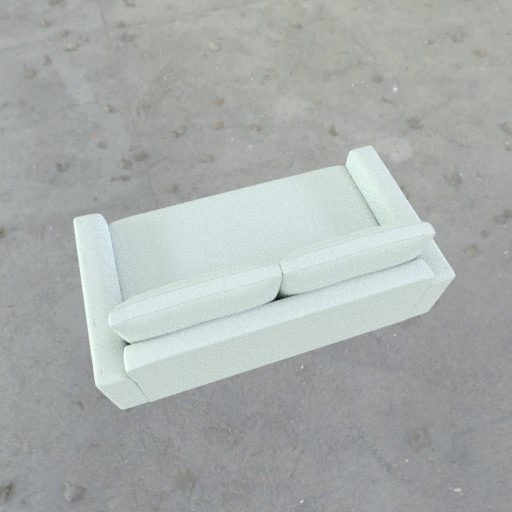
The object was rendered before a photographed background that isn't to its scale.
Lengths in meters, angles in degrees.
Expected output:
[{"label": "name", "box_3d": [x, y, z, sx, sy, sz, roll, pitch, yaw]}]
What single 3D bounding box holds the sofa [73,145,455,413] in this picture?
[{"label": "sofa", "box_3d": [0.000, 0.000, 2.218, 1.650, 0.790, 0.920, -16, 59, -9]}]
